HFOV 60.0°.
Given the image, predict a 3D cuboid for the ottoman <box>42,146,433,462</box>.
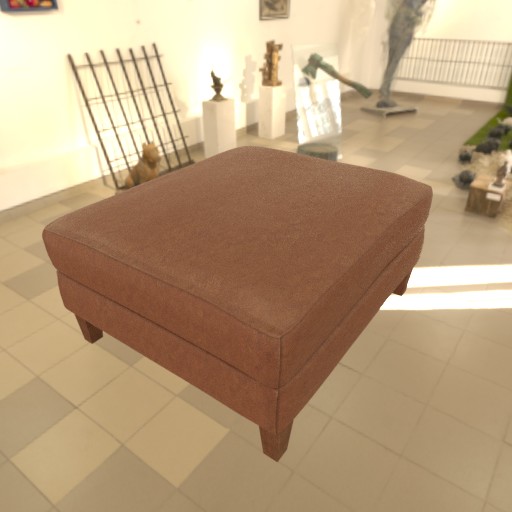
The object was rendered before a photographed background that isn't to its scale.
[{"bbox_3d":[0.000,0.000,1.468,0.836,0.472,0.987,20,36,30],"label":"ottoman"}]
